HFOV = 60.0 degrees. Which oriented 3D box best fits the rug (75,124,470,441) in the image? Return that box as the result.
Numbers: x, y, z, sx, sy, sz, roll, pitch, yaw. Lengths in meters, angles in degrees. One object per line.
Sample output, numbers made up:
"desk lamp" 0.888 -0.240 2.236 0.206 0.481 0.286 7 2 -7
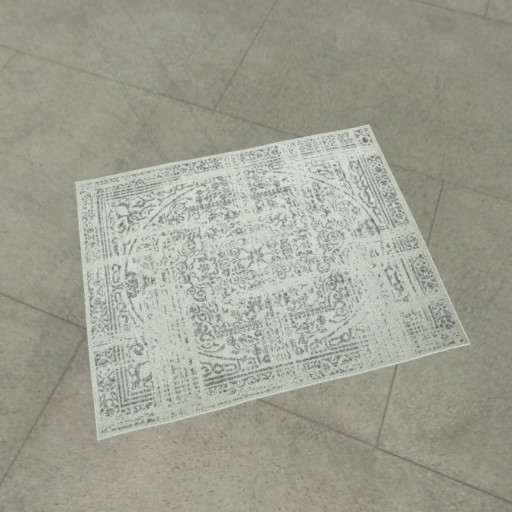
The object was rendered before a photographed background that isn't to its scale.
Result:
"rug" 0.000 0.000 3.801 2.921 0.032 2.311 -13 65 -6
